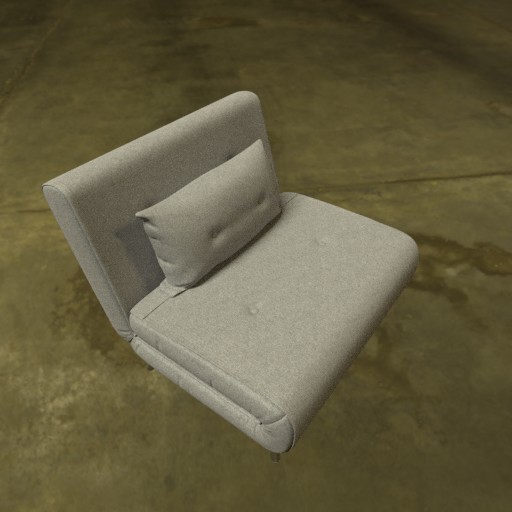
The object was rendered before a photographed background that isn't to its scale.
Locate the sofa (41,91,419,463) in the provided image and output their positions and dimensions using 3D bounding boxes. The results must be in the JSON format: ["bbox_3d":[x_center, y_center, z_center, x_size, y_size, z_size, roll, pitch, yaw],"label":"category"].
[{"bbox_3d":[0.000,0.000,1.733,1.000,0.825,1.020,26,47,27],"label":"sofa"}]
